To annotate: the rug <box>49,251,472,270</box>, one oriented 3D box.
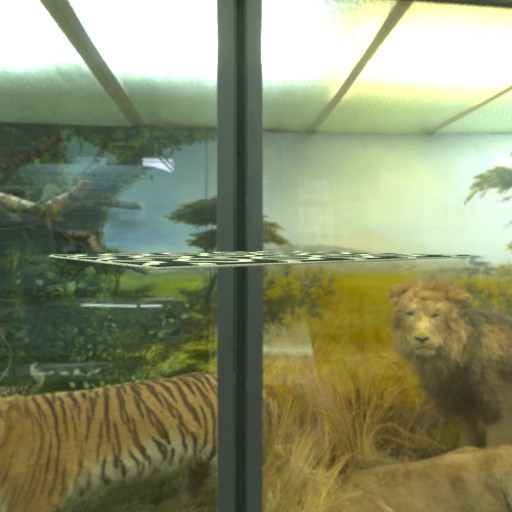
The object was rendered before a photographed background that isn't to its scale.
[{"bbox_3d":[0.000,0.000,4.100,3.049,0.021,2.466,-1,2,-37],"label":"rug"}]
